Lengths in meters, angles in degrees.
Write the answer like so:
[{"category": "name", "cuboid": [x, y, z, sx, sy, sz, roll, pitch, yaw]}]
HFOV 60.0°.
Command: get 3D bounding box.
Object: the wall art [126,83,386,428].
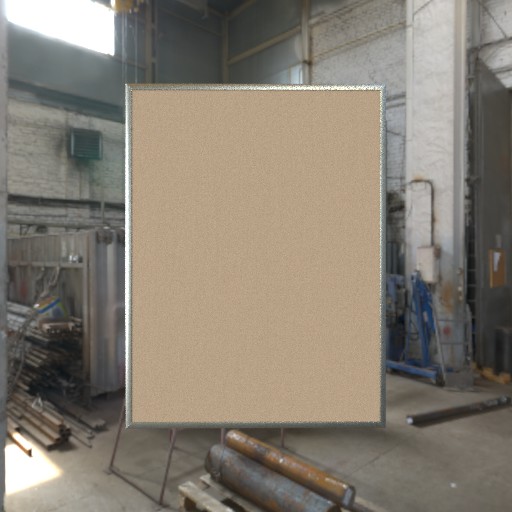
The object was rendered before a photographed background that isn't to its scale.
[{"category": "wall art", "cuboid": [0.000, 0.000, 1.387, 0.803, 1.062, 0.041, 0, 0, 0]}]
